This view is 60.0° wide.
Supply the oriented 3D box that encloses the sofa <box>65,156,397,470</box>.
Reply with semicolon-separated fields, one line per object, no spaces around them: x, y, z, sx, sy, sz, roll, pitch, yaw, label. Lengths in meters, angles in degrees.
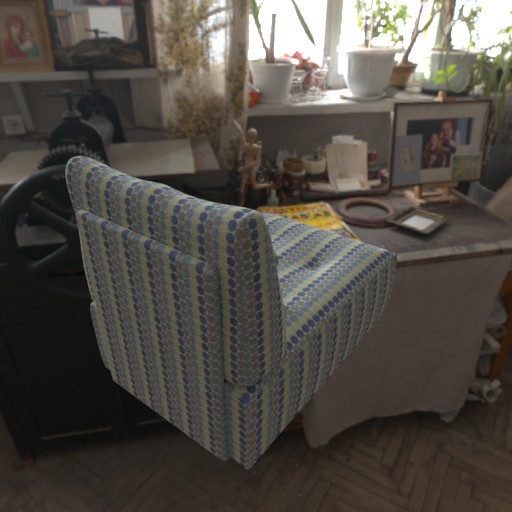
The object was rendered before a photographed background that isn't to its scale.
0.000;0.000;1.596;0.700;0.820;1.000;21;36;32;sofa
